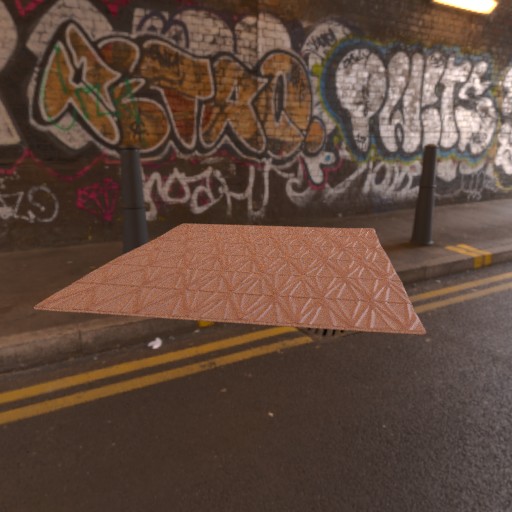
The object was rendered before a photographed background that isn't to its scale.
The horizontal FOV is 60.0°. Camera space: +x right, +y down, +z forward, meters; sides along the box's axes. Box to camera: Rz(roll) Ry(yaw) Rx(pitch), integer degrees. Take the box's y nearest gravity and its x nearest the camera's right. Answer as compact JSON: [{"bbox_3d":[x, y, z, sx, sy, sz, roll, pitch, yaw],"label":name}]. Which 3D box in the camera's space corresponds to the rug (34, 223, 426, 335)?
[{"bbox_3d":[0.000,0.000,4.138,2.453,0.043,3.052,2,15,9],"label":"rug"}]
